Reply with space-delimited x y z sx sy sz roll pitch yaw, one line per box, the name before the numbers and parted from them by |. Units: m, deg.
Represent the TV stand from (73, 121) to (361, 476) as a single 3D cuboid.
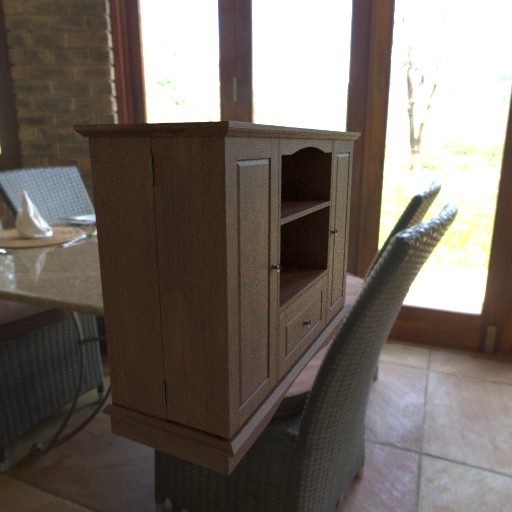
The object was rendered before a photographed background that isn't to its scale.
TV stand | 0.000 0.000 1.486 0.406 0.813 1.067 7 16 25
